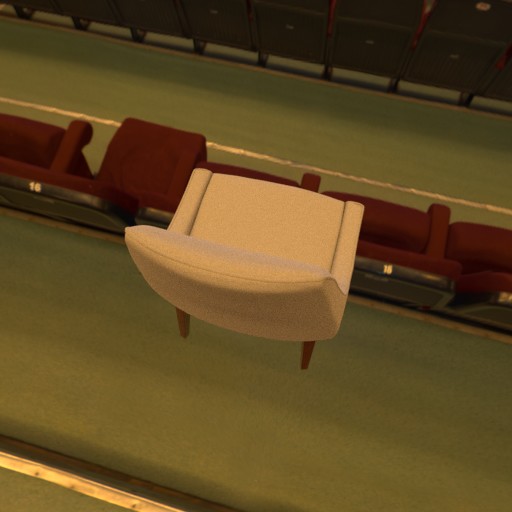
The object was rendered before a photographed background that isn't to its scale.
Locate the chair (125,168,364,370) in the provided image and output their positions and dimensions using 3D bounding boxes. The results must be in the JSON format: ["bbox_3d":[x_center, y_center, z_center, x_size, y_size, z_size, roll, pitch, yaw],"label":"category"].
[{"bbox_3d":[0.000,0.000,1.211,0.529,0.861,0.544,13,64,7],"label":"chair"}]
